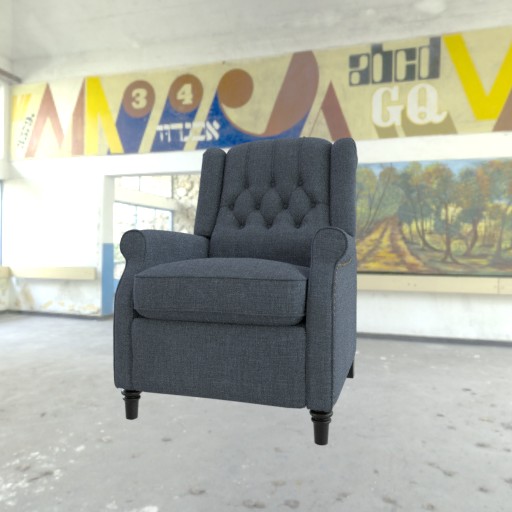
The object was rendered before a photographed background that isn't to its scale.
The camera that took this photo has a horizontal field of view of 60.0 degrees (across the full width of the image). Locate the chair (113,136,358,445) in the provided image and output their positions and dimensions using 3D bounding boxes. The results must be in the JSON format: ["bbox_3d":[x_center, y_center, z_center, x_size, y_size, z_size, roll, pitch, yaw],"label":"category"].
[{"bbox_3d":[0.000,0.000,1.656,0.742,1.035,0.898,0,1,18],"label":"chair"}]
